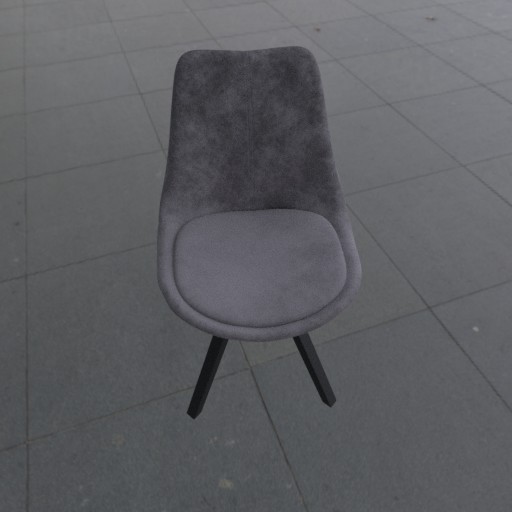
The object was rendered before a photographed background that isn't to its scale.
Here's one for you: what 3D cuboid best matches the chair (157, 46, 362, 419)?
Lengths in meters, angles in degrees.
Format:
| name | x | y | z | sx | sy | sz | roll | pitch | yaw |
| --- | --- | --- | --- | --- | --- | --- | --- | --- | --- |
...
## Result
| name | x | y | z | sx | sy | sz | roll | pitch | yaw |
| --- | --- | --- | --- | --- | --- | --- | --- | --- | --- |
| chair | 0.000 | 0.000 | 1.146 | 0.485 | 0.850 | 0.550 | -4 | 46 | -4 |
